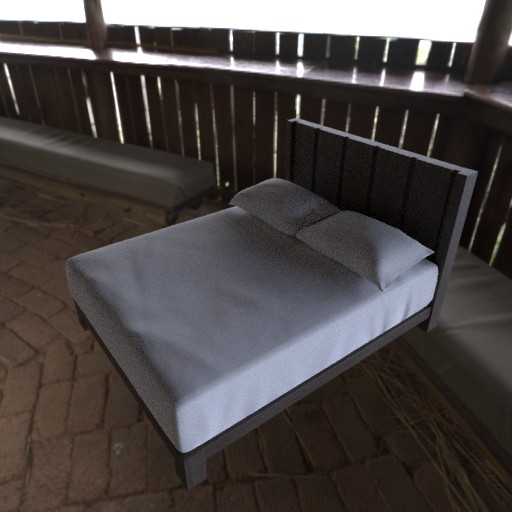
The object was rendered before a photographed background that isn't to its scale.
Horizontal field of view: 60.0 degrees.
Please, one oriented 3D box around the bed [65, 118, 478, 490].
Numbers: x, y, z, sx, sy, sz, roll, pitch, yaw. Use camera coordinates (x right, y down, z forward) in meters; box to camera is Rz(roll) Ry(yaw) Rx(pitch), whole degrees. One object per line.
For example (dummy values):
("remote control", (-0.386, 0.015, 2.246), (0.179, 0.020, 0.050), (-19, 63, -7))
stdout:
("bed", (0.000, 0.000, 3.161), (2.242, 1.270, 1.727), (-21, 37, -31))
